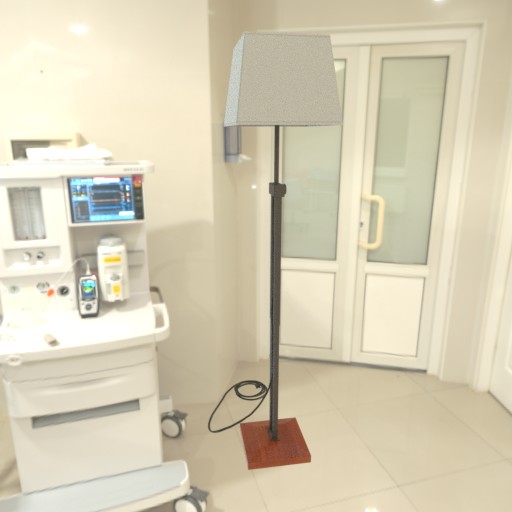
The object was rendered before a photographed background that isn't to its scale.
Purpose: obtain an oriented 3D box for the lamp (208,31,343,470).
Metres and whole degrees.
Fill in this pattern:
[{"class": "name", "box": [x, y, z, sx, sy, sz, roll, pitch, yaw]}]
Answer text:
[{"class": "lamp", "box": [0.000, 0.000, 1.950, 0.472, 1.712, 0.745, -2, 16, -9]}]
